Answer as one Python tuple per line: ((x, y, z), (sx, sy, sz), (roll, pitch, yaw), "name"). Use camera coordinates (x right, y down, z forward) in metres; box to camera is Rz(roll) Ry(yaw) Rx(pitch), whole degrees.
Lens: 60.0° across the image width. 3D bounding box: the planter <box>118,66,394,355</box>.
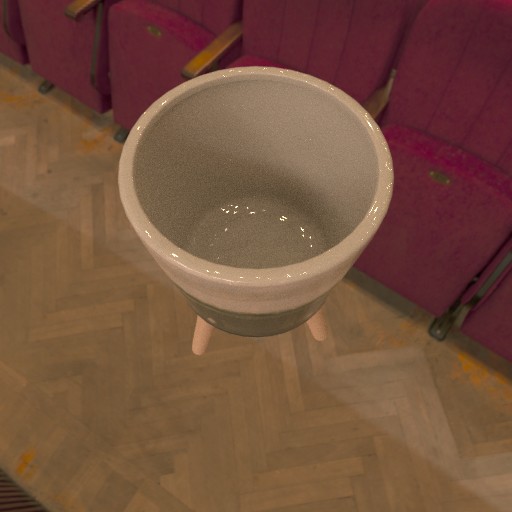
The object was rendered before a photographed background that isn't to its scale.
((0.000, 0.000, 0.494), (0.217, 0.331, 0.217), (33, 67, 16), "planter")
